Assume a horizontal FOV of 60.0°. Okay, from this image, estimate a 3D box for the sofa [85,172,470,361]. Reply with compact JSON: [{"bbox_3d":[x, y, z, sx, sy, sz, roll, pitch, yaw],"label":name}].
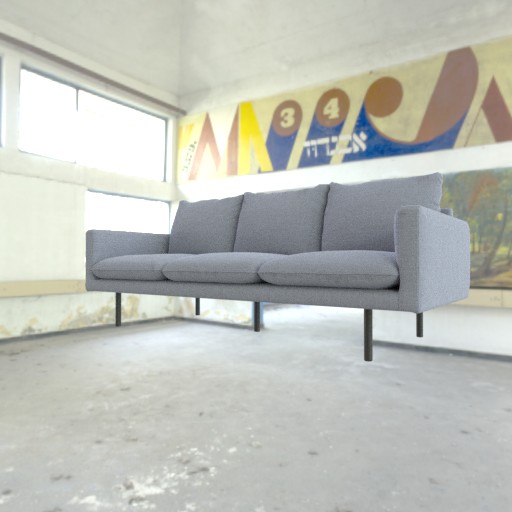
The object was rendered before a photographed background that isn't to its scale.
[{"bbox_3d":[0.000,0.000,2.432,2.000,0.830,0.850,-1,-1,36],"label":"sofa"}]
